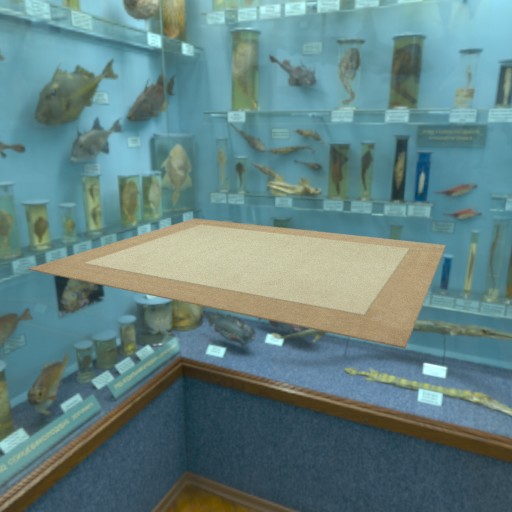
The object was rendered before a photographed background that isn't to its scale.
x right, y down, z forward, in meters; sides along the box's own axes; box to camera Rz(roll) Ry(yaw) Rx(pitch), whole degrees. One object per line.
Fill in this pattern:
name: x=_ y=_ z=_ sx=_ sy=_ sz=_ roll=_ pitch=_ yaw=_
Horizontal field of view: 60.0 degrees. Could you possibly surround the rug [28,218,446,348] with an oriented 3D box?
rug: x=0.000 y=0.000 z=4.085 sx=3.048 sy=0.014 sz=2.438 roll=8 pitch=18 yaw=26
